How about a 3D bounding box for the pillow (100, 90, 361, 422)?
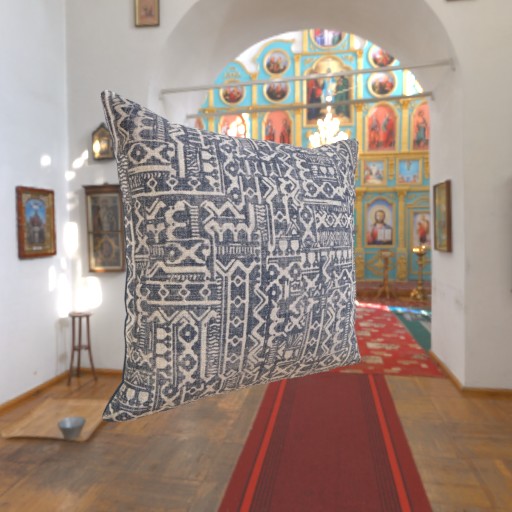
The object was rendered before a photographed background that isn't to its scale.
[{"bbox_3d":[0.000,0.000,0.794,0.546,0.487,0.180,-1,2,-35],"label":"pillow"}]
